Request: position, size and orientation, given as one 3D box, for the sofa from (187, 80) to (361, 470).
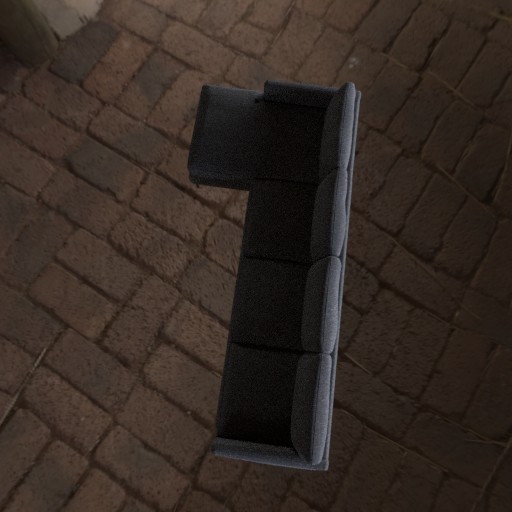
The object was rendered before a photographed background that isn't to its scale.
[{"bbox_3d":[0.000,0.000,3.474,1.350,0.810,2.932,7,77,2],"label":"sofa"}]
